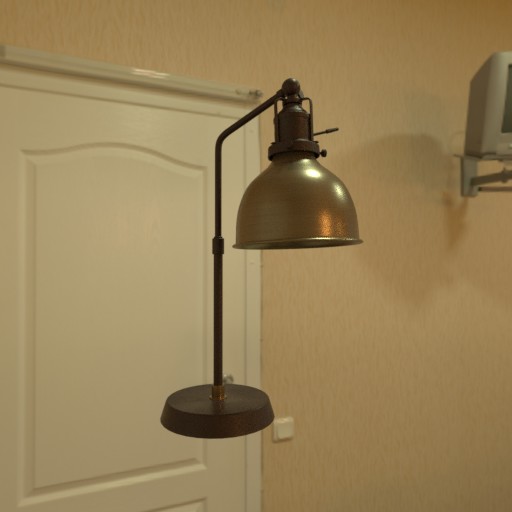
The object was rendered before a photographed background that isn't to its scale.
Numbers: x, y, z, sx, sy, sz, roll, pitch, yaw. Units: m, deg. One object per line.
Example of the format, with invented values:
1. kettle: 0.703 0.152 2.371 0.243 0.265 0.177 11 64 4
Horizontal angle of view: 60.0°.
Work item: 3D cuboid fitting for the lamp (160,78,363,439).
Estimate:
1. lamp: 0.000 0.000 0.615 0.298 0.469 0.175 0 -1 37
